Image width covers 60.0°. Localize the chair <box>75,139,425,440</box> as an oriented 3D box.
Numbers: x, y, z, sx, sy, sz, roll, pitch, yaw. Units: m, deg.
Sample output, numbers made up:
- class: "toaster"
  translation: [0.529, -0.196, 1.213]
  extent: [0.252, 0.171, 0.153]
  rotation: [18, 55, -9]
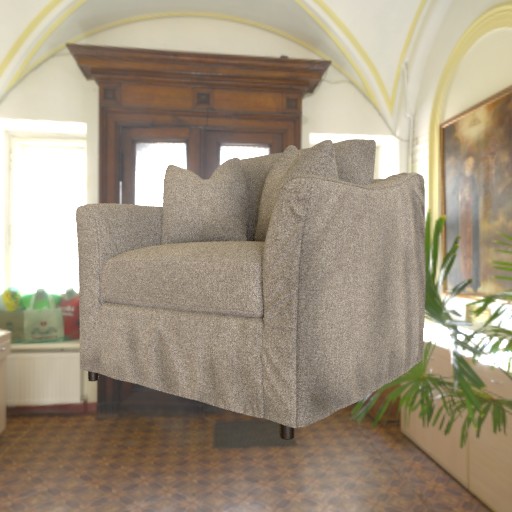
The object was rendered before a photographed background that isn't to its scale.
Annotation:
- class: "chair"
  translation: [0.000, 0.000, 1.976]
  extent: [1.194, 1.059, 1.071]
  rotation: [0, 0, 37]
